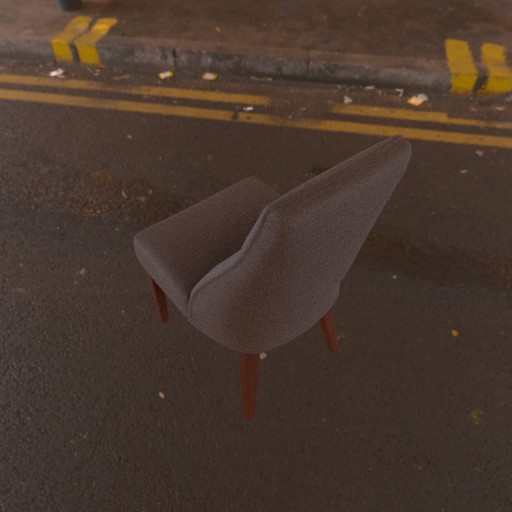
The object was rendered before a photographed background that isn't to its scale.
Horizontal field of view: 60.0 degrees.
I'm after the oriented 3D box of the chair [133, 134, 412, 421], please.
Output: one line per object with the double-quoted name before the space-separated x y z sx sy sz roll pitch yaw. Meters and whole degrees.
"chair" 0.000 0.000 1.299 0.500 0.930 0.620 -31 55 -25
